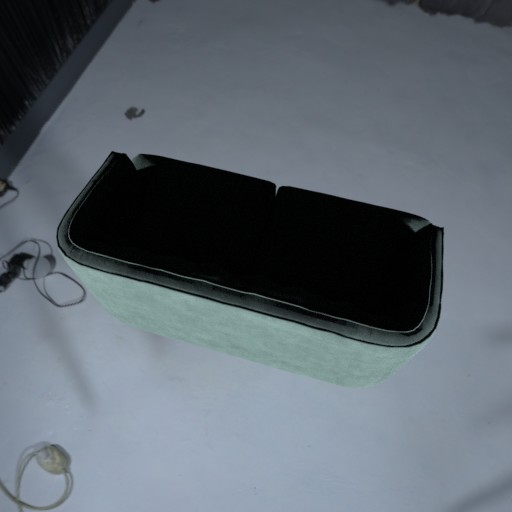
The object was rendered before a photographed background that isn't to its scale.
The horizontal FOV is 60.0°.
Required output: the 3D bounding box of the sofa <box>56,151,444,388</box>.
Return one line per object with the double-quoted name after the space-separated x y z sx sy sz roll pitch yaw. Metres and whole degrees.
0.000 0.000 2.318 1.733 0.855 0.941 14 63 8 "sofa"
